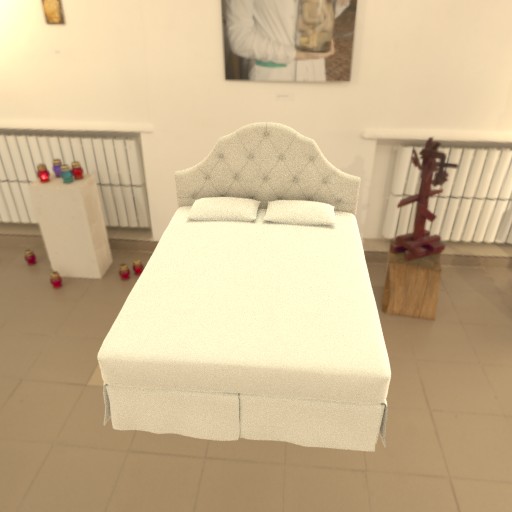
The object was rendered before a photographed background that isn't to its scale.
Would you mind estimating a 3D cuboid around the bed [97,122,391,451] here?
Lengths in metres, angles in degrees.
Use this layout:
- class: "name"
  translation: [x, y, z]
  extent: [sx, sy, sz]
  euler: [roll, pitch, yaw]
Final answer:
- class: "bed"
  translation: [0.000, 0.000, 3.767]
  extent: [2.039, 1.617, 2.477]
  euler: [3, 31, 4]
